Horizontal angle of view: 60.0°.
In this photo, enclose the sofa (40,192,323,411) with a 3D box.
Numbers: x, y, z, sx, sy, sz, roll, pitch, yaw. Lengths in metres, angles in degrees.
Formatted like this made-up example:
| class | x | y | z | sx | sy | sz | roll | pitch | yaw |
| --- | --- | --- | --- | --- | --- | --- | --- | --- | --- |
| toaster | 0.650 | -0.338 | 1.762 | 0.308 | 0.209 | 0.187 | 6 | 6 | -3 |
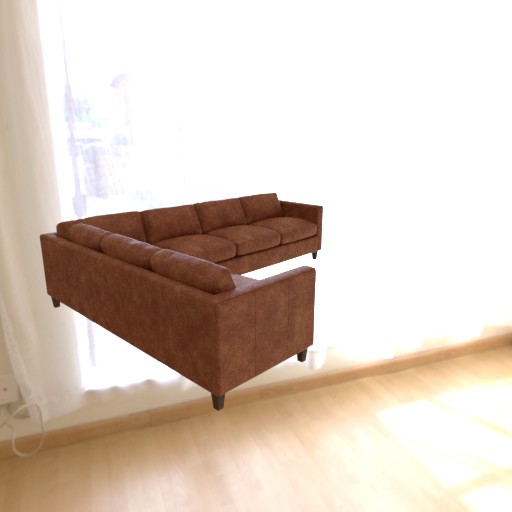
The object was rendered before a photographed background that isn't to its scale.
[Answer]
| class | x | y | z | sx | sy | sz | roll | pitch | yaw |
| --- | --- | --- | --- | --- | --- | --- | --- | --- | --- |
| sofa | 0.000 | 0.000 | 4.367 | 2.438 | 0.838 | 3.150 | 15 | 21 | 42 |
